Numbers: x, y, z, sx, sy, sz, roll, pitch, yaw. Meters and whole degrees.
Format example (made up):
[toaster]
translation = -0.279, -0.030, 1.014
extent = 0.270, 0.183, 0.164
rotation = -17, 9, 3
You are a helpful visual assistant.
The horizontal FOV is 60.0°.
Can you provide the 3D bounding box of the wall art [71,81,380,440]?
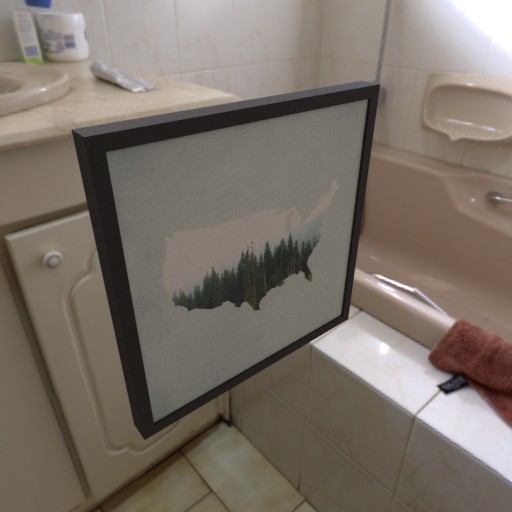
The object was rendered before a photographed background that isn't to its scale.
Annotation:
[wall art]
translation = 0.000, 0.000, 0.760
extent = 0.509, 0.509, 0.040
rotation = -22, 37, -32
